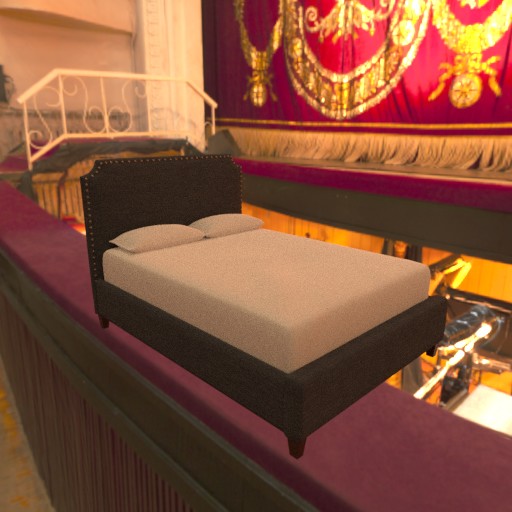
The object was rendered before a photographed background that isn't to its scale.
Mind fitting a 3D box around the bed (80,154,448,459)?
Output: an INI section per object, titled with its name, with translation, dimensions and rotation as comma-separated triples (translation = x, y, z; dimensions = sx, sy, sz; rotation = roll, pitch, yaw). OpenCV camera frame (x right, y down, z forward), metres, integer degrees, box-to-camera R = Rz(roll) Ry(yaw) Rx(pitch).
[bed]
translation = 0.000, 0.000, 3.470
dimensions = 1.713, 1.443, 2.372
rotation = -15, 21, -42
